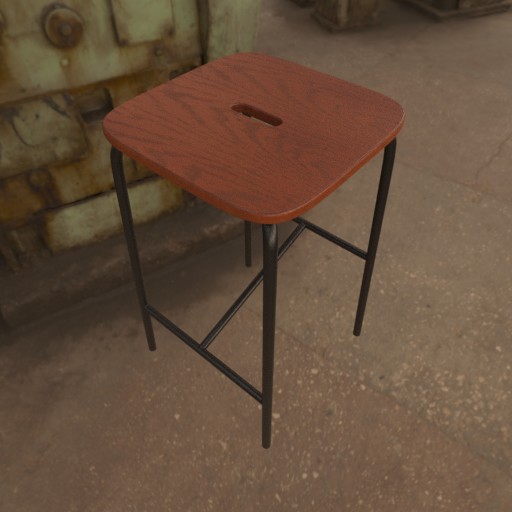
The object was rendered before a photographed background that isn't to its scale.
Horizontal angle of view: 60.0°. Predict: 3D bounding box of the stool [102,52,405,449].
[{"bbox_3d":[0.000,0.000,0.874,0.376,0.610,0.376,32,54,26],"label":"stool"}]
